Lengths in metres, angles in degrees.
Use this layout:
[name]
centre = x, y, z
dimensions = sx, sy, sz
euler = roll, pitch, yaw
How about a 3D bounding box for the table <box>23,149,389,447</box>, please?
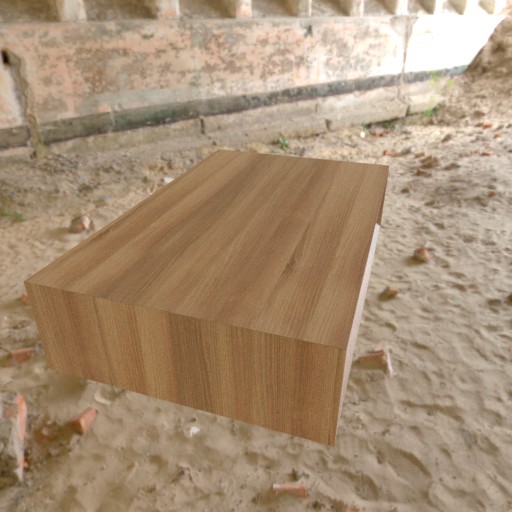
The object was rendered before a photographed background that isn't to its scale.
[table]
centre = 0.000, 0.000, 1.404
dimensions = 0.700, 0.330, 1.100
euler = 9, 30, 16
